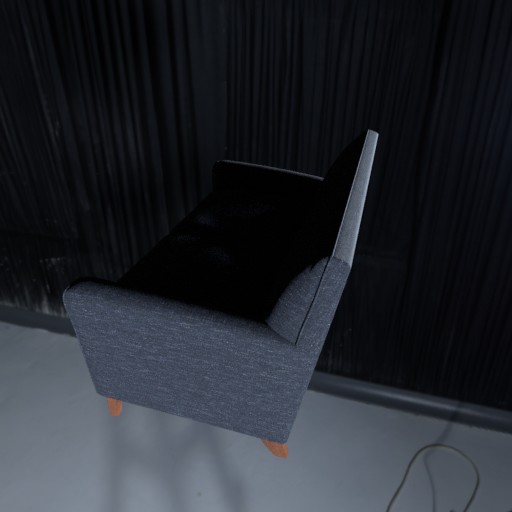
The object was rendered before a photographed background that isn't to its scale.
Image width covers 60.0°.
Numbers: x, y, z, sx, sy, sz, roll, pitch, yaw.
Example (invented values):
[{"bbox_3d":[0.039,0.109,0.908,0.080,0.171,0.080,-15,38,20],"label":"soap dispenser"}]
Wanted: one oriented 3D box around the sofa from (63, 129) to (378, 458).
[{"bbox_3d":[0.000,0.000,1.950,0.875,0.846,1.420,8,31,14],"label":"sofa"}]
